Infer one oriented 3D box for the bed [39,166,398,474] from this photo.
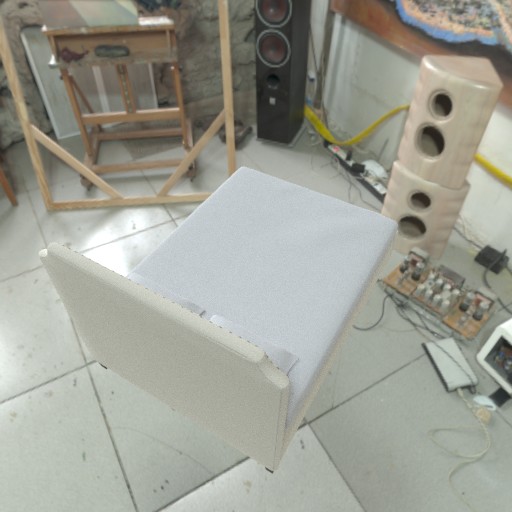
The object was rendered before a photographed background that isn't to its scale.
[{"bbox_3d":[0.000,0.000,3.499,1.712,1.497,2.372,24,51,21],"label":"bed"}]
